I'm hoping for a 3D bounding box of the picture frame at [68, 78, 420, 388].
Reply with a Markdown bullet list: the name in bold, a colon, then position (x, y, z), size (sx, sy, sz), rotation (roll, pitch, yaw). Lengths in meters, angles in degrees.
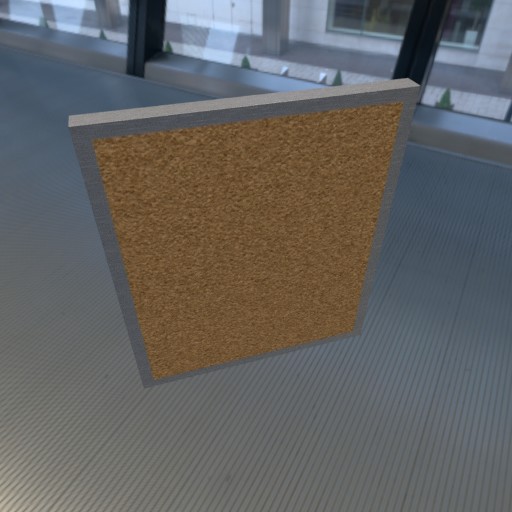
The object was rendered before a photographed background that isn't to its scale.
- **picture frame**: position (0.000, 0.000, 0.529), size (0.327, 0.378, 0.027), rotation (-11, 42, -13)
